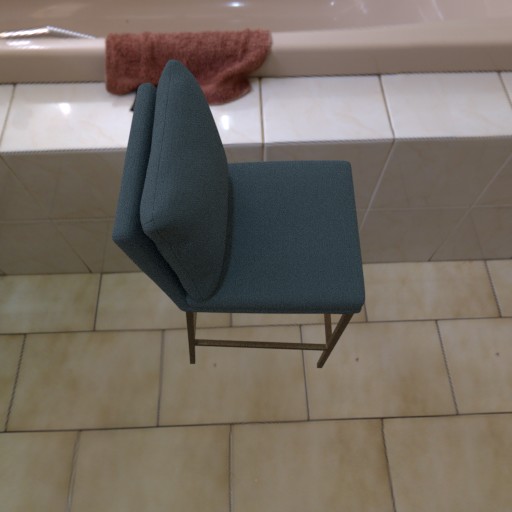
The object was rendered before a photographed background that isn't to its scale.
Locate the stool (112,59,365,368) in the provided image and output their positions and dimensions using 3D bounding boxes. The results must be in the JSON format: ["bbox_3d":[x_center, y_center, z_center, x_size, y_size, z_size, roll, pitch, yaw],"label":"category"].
[{"bbox_3d":[0.000,0.000,1.391,0.568,1.124,0.463,0,63,0],"label":"stool"}]
